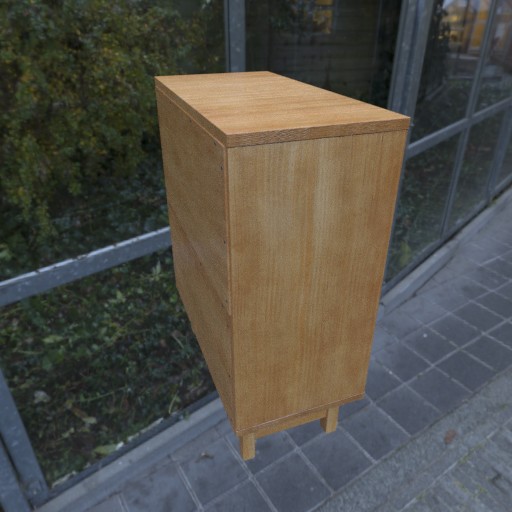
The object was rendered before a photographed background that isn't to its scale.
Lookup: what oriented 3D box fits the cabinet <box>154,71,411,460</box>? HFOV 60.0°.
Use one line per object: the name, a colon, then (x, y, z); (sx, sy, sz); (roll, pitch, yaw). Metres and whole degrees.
cabinet: (0.000, 0.000, 1.426); (0.419, 1.001, 0.800); (-10, 31, -18)
